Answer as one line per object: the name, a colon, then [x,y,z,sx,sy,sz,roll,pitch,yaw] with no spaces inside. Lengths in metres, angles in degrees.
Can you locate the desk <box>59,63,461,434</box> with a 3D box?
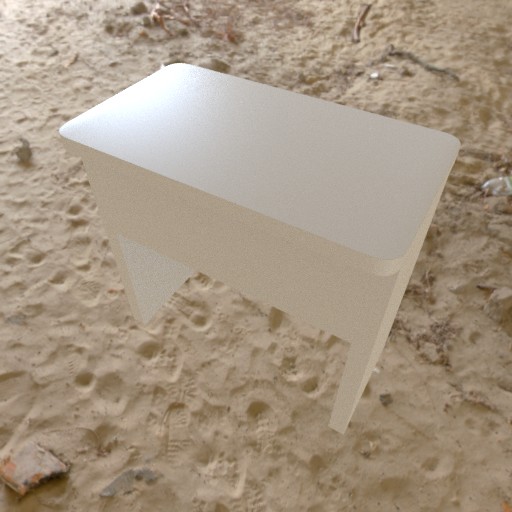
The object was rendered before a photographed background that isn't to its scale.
desk: [0.000,0.000,1.241,0.790,0.760,0.446,23,50,21]
